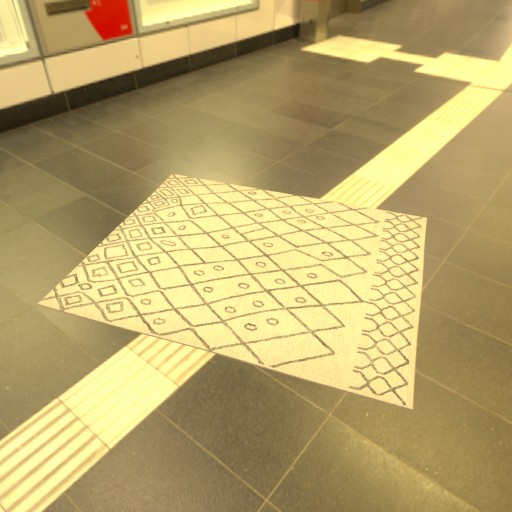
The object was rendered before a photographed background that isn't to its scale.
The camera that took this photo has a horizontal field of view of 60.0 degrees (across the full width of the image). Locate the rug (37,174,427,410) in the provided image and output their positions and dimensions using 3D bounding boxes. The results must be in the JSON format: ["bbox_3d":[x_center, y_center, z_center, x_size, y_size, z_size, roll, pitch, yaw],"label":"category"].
[{"bbox_3d":[0.000,0.000,4.233,3.046,0.015,2.446,12,40,15],"label":"rug"}]
